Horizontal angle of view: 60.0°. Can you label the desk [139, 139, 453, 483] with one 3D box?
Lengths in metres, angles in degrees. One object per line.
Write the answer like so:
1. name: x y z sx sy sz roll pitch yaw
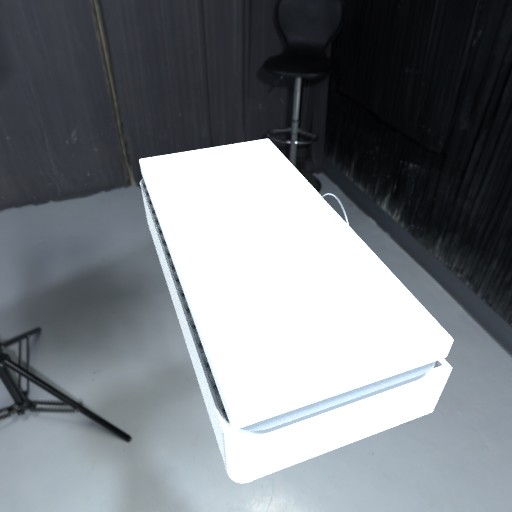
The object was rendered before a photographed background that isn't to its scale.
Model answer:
1. desk: 0.000 0.000 2.293 0.900 0.526 1.900 -13 41 -16
